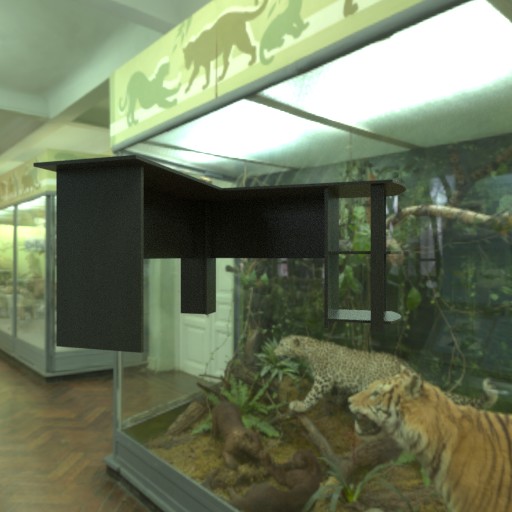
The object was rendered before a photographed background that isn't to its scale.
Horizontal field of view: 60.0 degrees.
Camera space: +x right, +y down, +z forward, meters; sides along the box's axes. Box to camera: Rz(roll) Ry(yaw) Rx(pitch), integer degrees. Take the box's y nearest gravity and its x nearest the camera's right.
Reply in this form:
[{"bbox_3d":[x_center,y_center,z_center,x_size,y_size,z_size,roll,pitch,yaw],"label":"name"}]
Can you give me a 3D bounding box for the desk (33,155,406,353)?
[{"bbox_3d":[0.000,0.000,2.100,1.361,0.716,1.303,0,0,18],"label":"desk"}]
